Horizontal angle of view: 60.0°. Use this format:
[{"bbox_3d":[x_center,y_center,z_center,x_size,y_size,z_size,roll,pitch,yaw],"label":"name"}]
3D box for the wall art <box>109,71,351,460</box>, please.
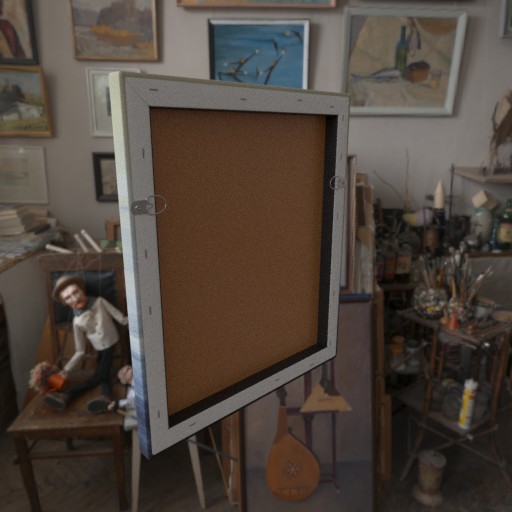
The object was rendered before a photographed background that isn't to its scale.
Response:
[{"bbox_3d":[0.000,0.000,0.983,0.608,0.710,0.041,-14,21,-41],"label":"wall art"}]
